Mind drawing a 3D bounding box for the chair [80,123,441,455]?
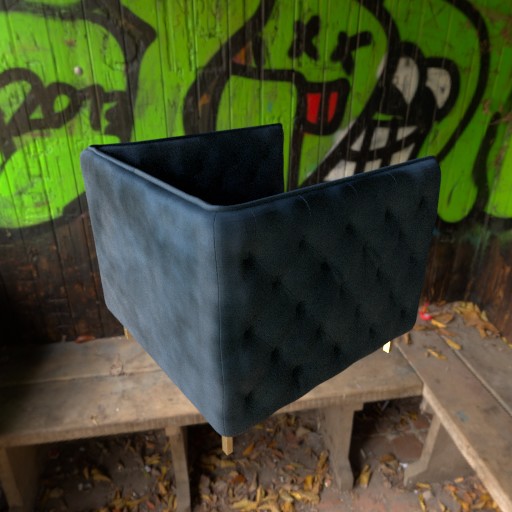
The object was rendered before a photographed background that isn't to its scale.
[{"bbox_3d":[0.000,0.000,1.580,0.877,0.771,0.868,-19,32,-34],"label":"chair"}]
